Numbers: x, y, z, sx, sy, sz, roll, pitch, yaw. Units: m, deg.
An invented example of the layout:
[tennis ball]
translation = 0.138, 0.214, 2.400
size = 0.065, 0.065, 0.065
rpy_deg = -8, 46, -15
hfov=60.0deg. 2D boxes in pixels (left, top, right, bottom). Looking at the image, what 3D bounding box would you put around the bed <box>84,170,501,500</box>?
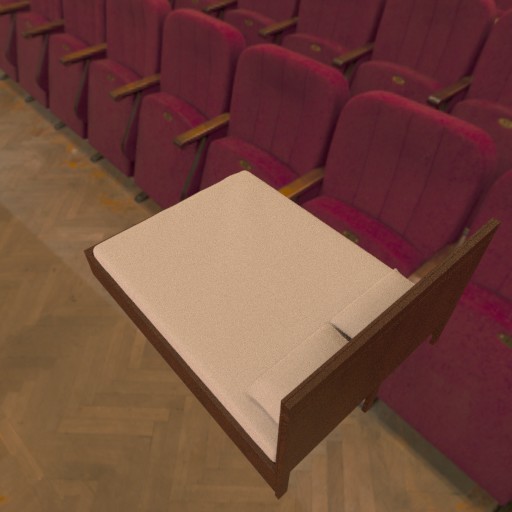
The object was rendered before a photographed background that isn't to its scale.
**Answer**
[bed]
translation = 0.000, 0.000, 3.050
size = 1.613, 1.169, 2.221
rpy_deg = -32, 54, -27
